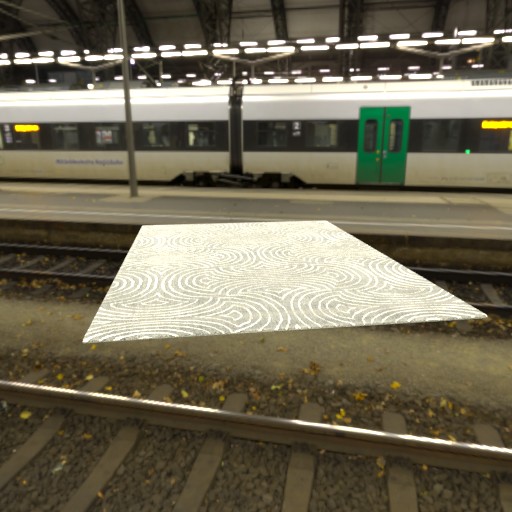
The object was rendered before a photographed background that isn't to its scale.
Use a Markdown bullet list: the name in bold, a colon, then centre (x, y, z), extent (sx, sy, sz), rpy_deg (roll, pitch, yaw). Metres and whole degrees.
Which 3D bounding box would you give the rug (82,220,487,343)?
- **rug**: centre (0.000, 0.000, 2.677), extent (1.543, 0.015, 2.144), rpy_deg (-2, 15, -8)
